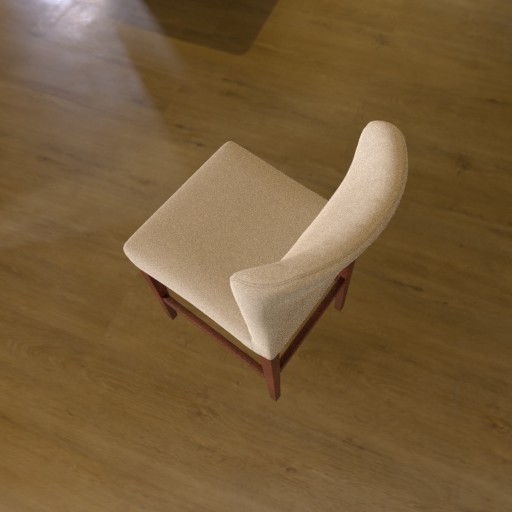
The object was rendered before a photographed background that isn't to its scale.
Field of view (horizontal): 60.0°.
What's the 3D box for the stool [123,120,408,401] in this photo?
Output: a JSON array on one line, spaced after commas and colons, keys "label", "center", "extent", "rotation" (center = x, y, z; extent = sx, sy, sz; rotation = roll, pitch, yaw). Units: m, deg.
[{"label": "stool", "center": [0.000, 0.000, 1.264], "extent": [0.568, 0.968, 0.479], "rotation": [34, 69, 15]}]
